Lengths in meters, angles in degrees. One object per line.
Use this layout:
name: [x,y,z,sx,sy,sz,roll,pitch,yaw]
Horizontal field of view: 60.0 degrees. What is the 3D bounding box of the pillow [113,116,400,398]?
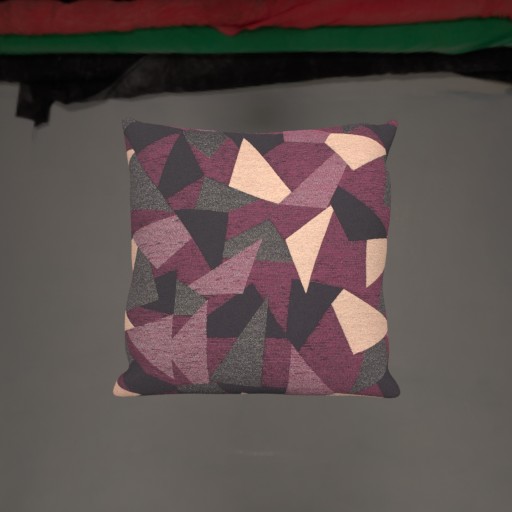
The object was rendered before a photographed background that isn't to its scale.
pillow: [0.000,0.000,0.776,0.503,0.496,0.208,0,-1,1]
